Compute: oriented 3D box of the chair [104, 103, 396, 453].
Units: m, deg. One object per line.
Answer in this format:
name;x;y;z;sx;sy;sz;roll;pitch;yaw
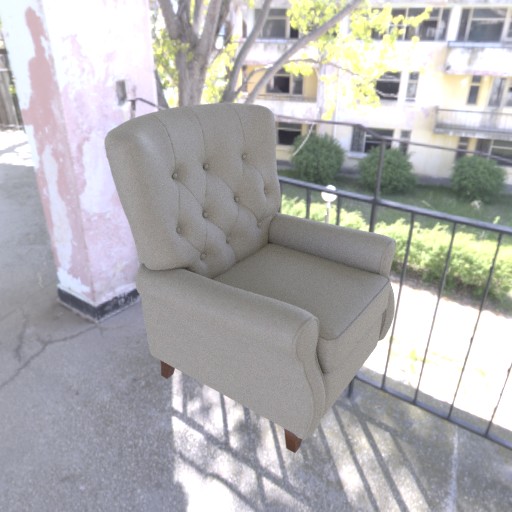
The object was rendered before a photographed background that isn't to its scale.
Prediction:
chair;0.000;0.000;1.908;1.059;1.158;0.943;18;32;32
